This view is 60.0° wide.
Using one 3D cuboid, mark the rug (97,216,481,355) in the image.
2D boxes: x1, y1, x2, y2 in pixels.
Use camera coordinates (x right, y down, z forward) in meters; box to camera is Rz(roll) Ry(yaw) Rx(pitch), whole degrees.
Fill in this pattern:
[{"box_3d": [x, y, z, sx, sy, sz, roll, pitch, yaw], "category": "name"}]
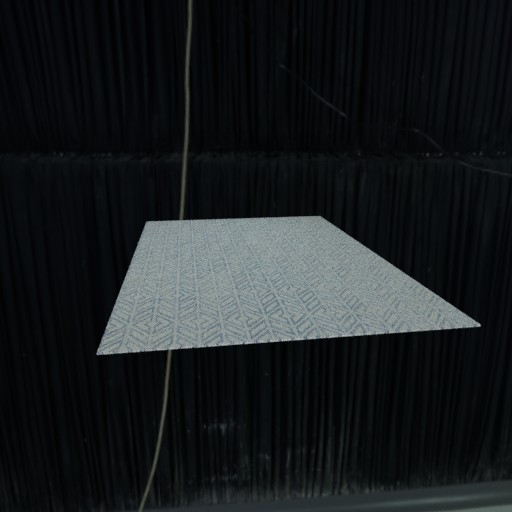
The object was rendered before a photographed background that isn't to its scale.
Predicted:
[{"box_3d": [0.000, 0.000, 2.240, 1.220, 0.008, 1.824, -3, 17, -9], "category": "rug"}]
